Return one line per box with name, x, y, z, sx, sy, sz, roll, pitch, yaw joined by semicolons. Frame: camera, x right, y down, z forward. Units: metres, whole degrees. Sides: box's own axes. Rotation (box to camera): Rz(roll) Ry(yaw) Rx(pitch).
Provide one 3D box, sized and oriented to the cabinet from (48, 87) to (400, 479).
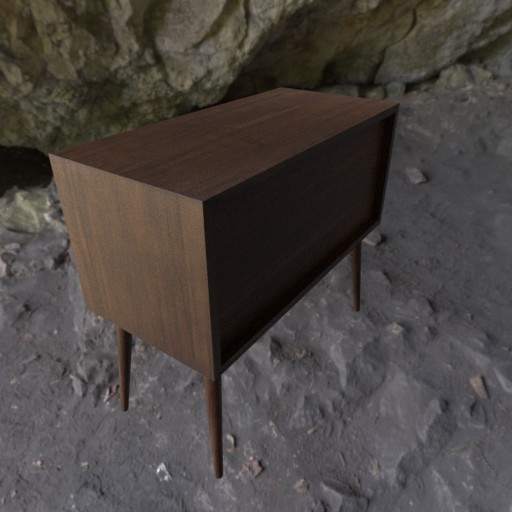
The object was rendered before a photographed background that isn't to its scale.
cabinet;0.000;0.000;1.105;0.354;0.654;0.743;20;36;30
